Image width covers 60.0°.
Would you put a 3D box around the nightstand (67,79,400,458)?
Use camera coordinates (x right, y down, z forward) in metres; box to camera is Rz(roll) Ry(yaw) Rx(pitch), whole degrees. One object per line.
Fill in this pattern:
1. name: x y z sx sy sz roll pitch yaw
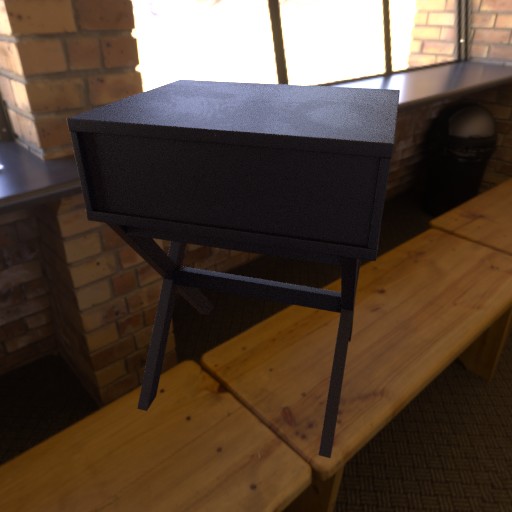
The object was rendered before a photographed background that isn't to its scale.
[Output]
1. nightstand: 0.000 0.000 0.932 0.479 0.623 0.402 8 31 14
